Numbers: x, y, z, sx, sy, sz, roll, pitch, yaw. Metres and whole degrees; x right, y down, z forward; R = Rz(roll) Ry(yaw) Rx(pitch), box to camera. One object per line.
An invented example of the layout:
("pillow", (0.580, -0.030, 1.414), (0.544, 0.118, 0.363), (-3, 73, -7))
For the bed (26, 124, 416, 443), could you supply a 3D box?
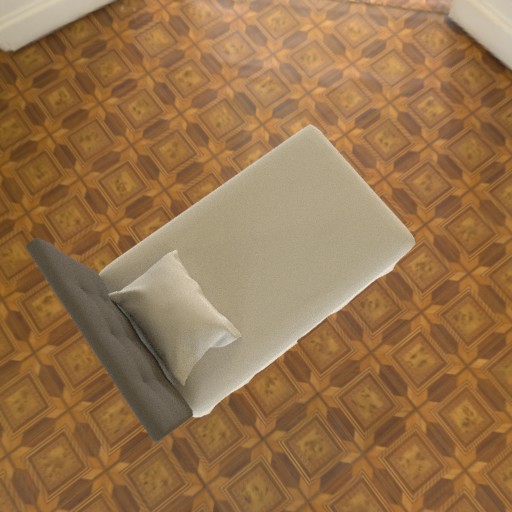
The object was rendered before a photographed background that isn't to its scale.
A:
("bed", (0.000, 0.000, 2.934), (1.997, 1.571, 1.261), (-36, 78, -9))
